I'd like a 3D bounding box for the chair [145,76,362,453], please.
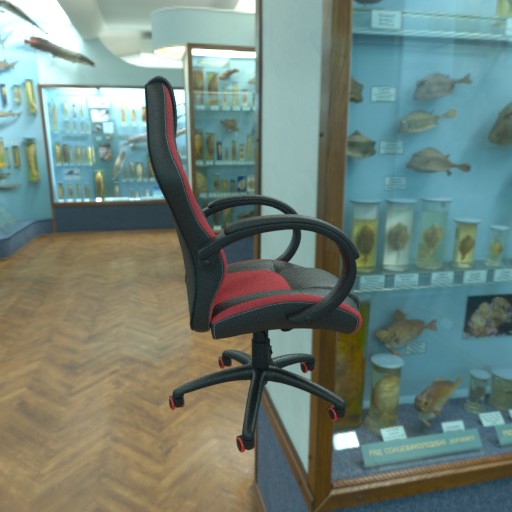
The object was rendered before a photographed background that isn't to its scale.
[{"bbox_3d":[0.000,0.000,1.620,0.724,1.187,0.673,-3,14,-10],"label":"chair"}]
